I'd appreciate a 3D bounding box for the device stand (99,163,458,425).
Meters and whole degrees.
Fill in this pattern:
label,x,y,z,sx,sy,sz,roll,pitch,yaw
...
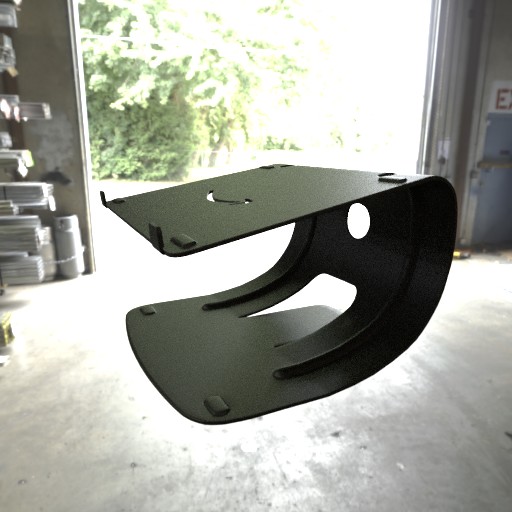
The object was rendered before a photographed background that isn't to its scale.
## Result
label,x,y,z,sx,sy,sz,roll,pitch,yaw
device stand,0.000,0.000,0.407,0.236,0.155,0.256,-7,16,-26
